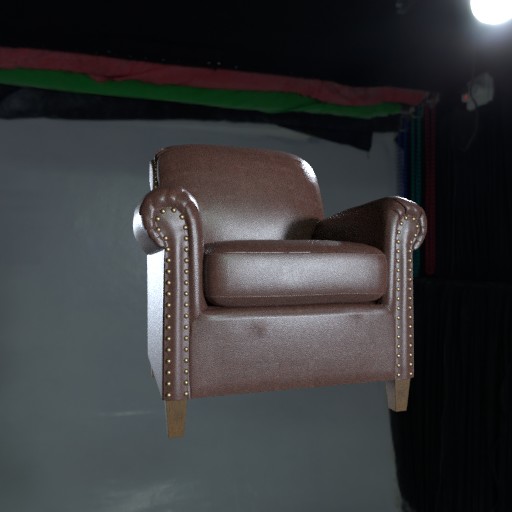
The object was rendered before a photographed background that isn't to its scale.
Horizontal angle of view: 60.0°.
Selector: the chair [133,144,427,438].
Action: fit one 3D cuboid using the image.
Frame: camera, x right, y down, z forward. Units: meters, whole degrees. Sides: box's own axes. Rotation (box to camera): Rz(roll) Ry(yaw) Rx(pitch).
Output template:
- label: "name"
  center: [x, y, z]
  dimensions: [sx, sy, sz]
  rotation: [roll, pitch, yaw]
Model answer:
- label: "chair"
  center: [0.000, 0.000, 1.582]
  dimensions: [0.854, 0.927, 0.890]
  rotation: [0, -1, -17]
